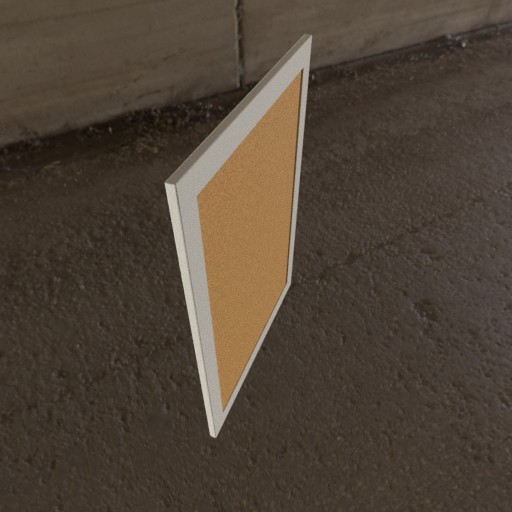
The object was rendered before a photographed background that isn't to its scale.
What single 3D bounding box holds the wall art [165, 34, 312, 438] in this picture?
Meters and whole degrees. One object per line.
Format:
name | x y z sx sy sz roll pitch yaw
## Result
wall art | 0.000 0.000 0.684 0.012 0.529 0.374 17 48 16
